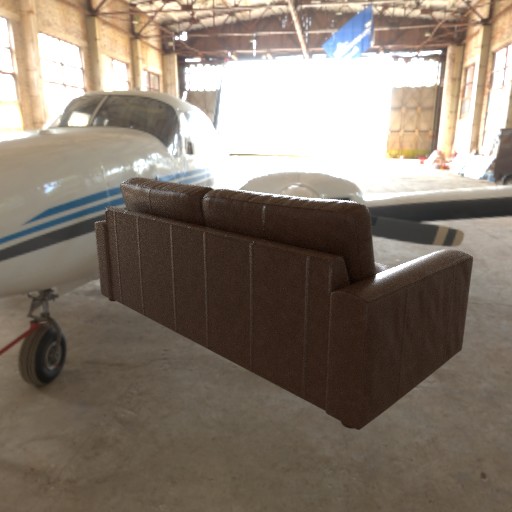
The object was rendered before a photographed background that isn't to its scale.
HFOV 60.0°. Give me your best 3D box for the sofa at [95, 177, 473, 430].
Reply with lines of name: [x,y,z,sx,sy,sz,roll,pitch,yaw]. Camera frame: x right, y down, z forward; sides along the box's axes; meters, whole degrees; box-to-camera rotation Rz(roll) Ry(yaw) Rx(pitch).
sofa: [0.000,0.000,2.682,1.016,0.873,2.179,-14,20,-42]
